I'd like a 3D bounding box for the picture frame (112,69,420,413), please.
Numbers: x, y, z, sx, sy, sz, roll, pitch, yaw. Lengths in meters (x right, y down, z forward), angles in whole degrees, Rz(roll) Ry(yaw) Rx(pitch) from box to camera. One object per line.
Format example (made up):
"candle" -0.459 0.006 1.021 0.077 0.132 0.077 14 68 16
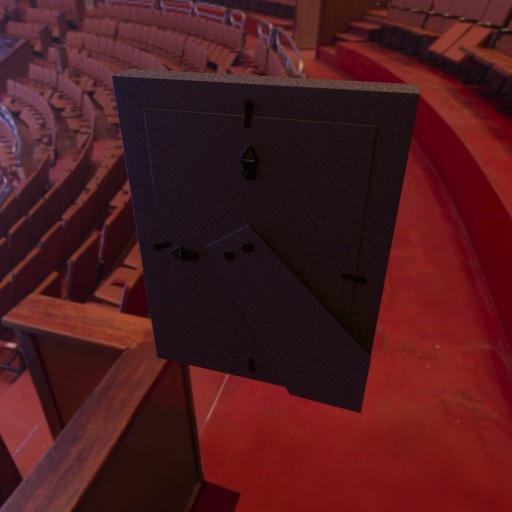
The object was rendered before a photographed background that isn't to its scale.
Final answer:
"picture frame" 0.000 0.000 0.278 0.157 0.208 0.028 9 33 14
